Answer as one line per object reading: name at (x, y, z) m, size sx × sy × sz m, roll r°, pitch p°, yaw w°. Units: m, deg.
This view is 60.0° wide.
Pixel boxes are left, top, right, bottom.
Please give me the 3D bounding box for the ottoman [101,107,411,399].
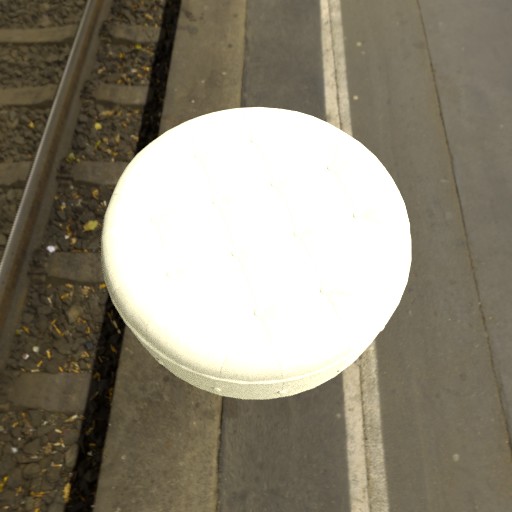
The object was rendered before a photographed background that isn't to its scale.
ottoman at (0.000, 0.000, 1.371) m, size 0.850 × 0.483 × 0.850 m, roll 0°, pitch 62°, yaw 0°
